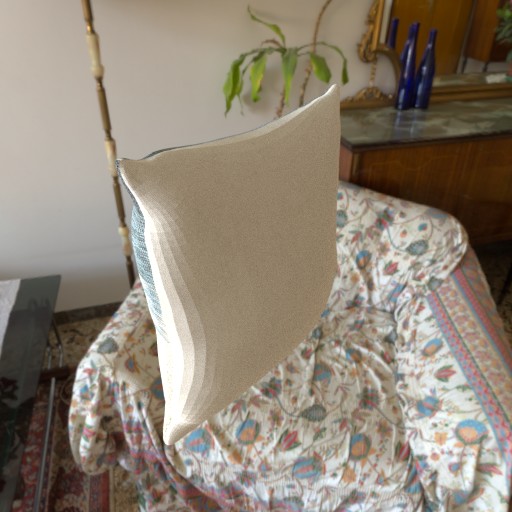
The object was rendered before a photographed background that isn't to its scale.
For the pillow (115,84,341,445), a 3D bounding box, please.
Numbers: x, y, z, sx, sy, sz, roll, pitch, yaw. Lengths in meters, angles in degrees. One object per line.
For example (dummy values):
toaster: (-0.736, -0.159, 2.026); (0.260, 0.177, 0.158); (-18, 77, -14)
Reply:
pillow: (0.000, 0.000, 0.678); (0.182, 0.441, 0.440); (22, 38, 32)
